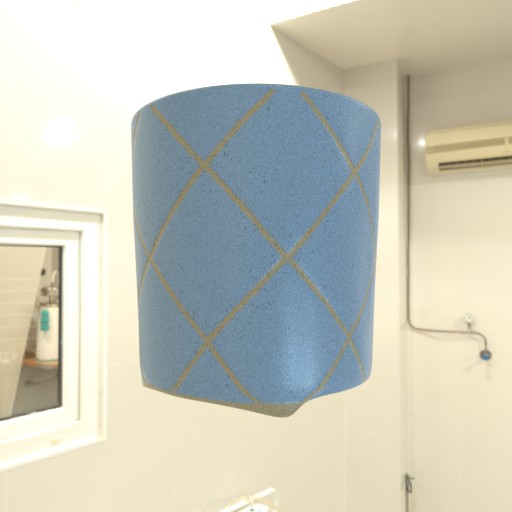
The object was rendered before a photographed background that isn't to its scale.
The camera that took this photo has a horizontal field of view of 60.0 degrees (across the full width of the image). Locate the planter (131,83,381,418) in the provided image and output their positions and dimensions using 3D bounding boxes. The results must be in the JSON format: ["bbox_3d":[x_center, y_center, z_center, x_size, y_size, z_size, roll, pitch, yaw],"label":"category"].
[{"bbox_3d":[0.000,0.000,0.416,0.227,0.235,0.227,0,-1,0],"label":"planter"}]
